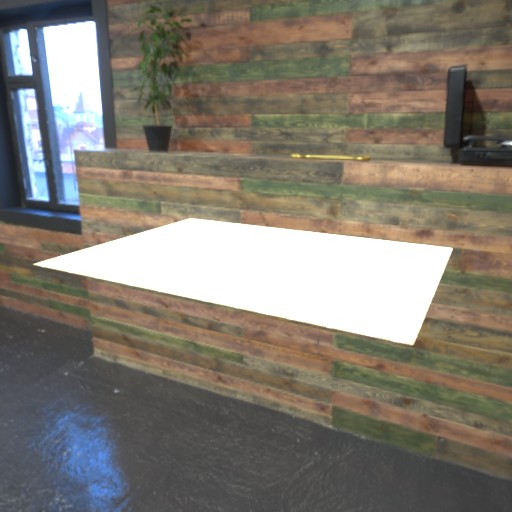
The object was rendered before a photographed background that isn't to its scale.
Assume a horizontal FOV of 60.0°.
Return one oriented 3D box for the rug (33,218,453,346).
[{"bbox_3d":[0.000,0.000,4.335,3.353,0.010,2.438,8,18,27],"label":"rug"}]
